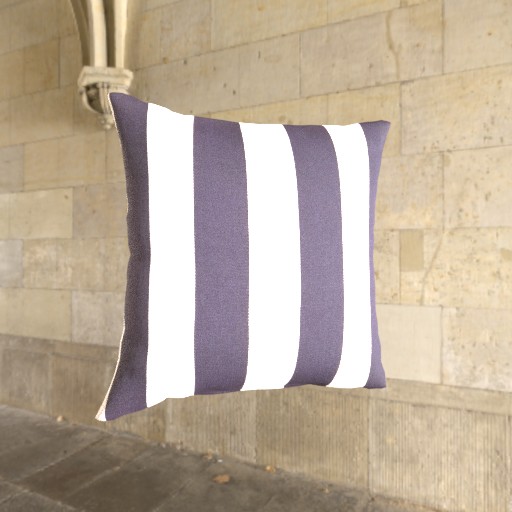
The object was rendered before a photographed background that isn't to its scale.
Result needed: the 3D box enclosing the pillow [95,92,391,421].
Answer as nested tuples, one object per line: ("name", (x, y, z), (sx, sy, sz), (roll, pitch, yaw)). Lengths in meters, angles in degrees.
("pillow", (0.000, 0.000, 0.788), (0.536, 0.526, 0.189), (0, -1, -17))
